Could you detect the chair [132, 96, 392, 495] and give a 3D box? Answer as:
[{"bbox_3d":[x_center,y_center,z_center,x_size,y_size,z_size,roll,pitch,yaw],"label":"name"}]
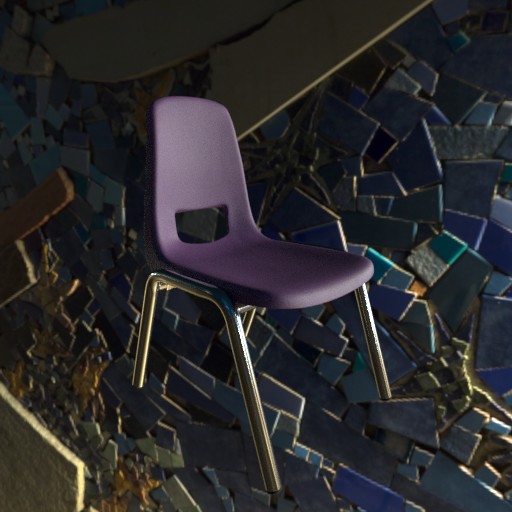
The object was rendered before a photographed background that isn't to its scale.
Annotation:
[{"bbox_3d":[0.000,0.000,0.827,0.419,0.584,0.356,14,20,42],"label":"chair"}]
